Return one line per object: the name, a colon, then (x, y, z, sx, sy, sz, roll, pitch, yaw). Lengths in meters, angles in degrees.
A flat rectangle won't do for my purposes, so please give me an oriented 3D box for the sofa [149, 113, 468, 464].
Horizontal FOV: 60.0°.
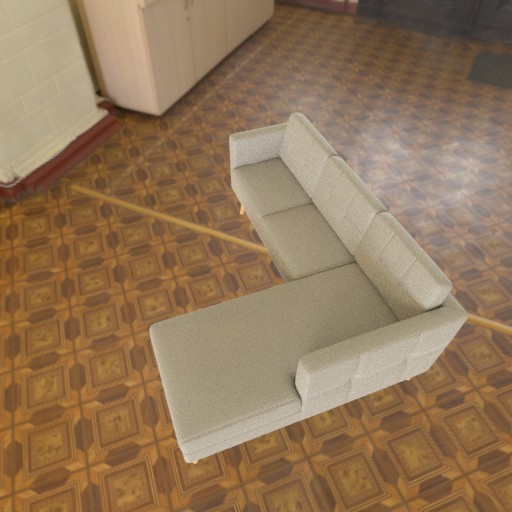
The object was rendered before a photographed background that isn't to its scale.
sofa: (0.000, 0.000, 2.865, 1.530, 0.860, 2.040, -16, 49, -14)
